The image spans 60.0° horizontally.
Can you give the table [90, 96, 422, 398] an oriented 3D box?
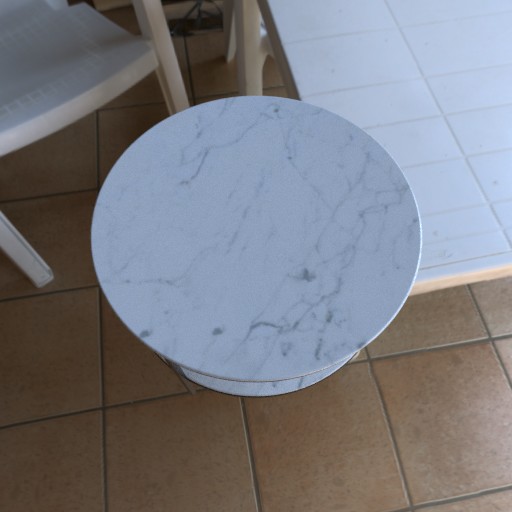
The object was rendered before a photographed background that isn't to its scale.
[{"bbox_3d":[0.000,0.000,1.280,0.800,0.450,0.800,0,63,0],"label":"table"}]
